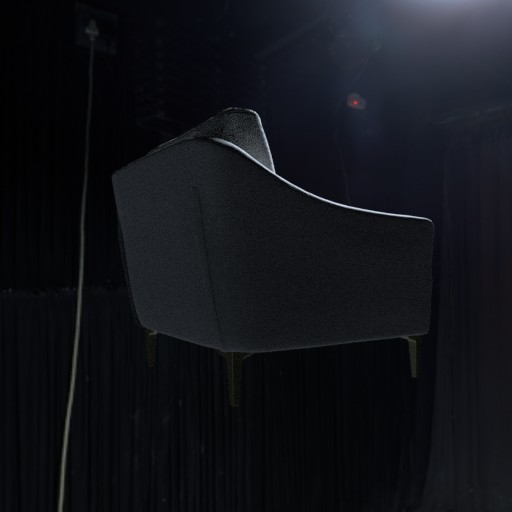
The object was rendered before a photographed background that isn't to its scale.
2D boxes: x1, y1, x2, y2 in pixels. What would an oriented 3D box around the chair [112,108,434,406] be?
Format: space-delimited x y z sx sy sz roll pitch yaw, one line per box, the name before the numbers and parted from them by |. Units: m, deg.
chair | 0.000 0.000 1.759 0.961 0.902 0.986 1 -1 -36
